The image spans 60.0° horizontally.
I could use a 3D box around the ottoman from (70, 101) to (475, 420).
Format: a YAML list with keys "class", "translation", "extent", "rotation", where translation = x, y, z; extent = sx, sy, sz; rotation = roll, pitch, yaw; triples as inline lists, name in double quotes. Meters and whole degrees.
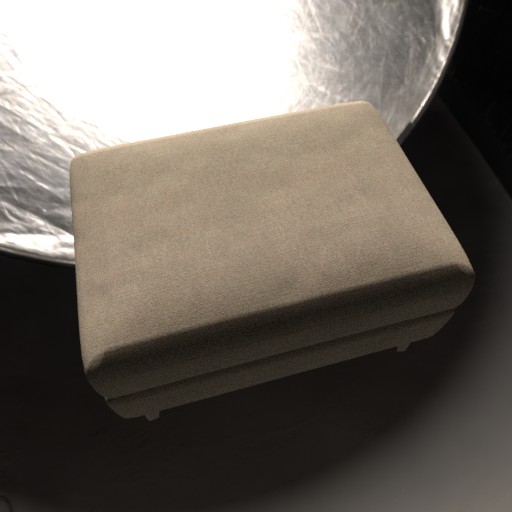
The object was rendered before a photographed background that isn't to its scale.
- class: "ottoman"
  translation: [0.000, 0.000, 1.170]
  extent: [0.823, 0.478, 0.610]
  rotation: [-13, 59, -8]
